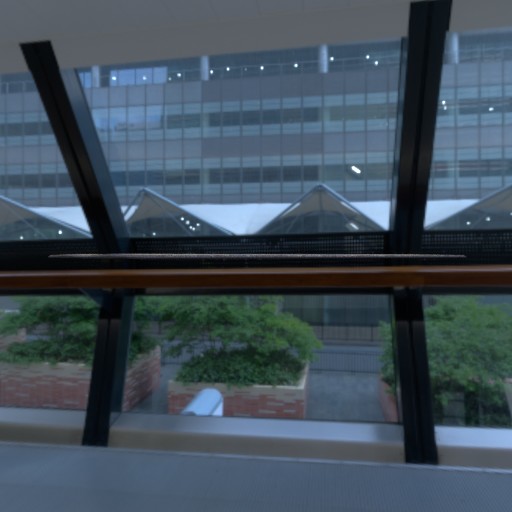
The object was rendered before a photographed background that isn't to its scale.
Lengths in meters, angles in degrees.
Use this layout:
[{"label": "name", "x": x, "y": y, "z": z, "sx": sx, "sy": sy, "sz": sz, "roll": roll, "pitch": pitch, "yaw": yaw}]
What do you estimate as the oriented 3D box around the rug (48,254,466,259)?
[{"label": "rug", "x": 0.000, "y": 0.000, "z": 4.769, "sx": 3.612, "sy": 0.035, "sz": 2.716, "roll": 0, "pitch": 0, "yaw": -36}]
